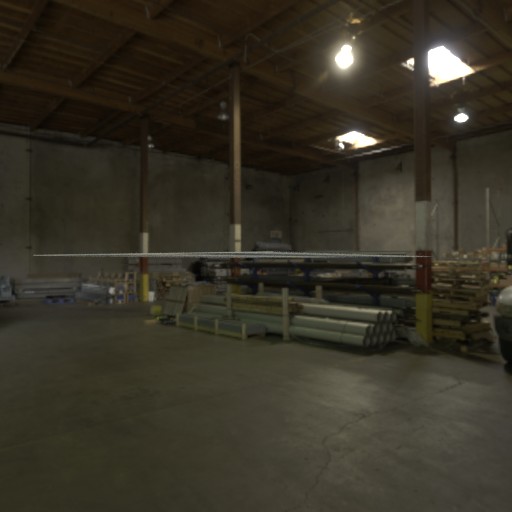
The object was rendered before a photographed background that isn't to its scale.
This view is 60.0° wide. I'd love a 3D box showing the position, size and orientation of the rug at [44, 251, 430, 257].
[{"bbox_3d":[0.000,0.000,4.227,2.453,0.004,3.037,0,-1,36],"label":"rug"}]
